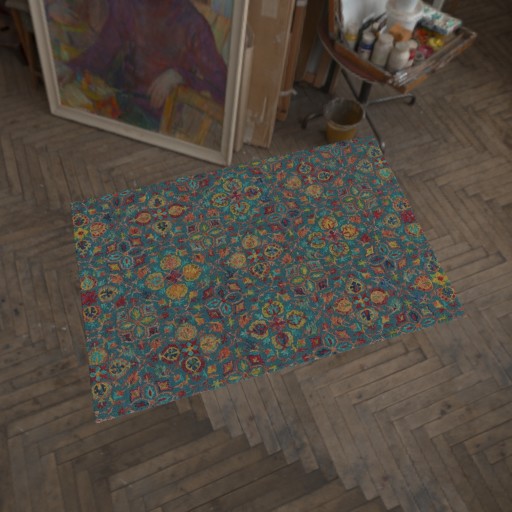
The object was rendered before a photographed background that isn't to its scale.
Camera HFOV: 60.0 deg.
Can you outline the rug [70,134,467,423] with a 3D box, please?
[{"bbox_3d":[0.000,0.000,2.348,1.836,0.014,1.216,-14,64,-7],"label":"rug"}]
